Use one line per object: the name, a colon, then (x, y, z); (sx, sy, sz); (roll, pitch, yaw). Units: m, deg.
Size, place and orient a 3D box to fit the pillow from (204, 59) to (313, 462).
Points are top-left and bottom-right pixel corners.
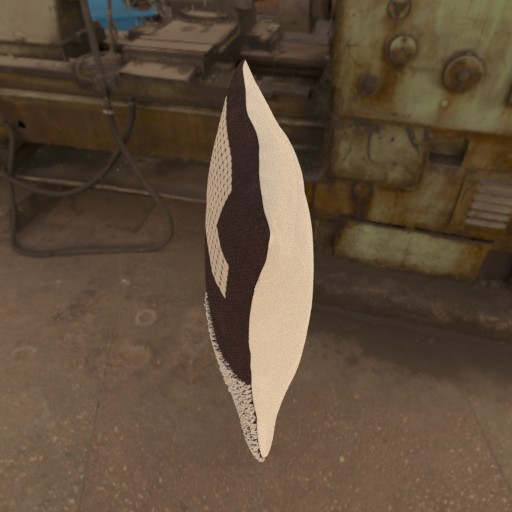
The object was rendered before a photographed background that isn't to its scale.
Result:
pillow: (0.000, 0.000, 0.729); (0.178, 0.473, 0.475); (-2, 42, -2)
